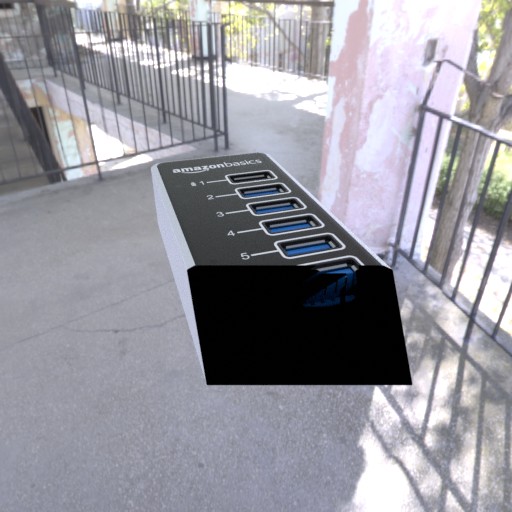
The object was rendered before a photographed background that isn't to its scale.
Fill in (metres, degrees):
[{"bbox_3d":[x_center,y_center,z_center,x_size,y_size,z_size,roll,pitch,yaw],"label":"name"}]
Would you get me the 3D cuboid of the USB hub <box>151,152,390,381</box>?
[{"bbox_3d":[0.000,0.000,0.125,0.044,0.023,0.110,-10,33,-15],"label":"USB hub"}]
